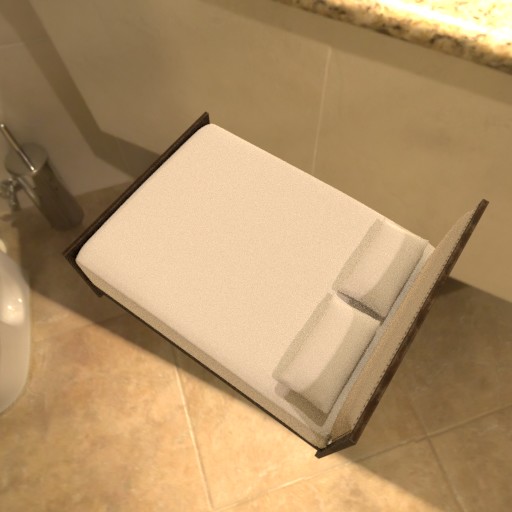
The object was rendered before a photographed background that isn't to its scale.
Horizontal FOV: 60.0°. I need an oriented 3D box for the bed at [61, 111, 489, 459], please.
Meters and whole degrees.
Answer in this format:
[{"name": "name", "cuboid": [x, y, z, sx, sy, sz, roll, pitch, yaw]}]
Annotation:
[{"name": "bed", "cuboid": [0.000, 0.000, 3.174, 2.221, 1.313, 1.607, 32, 67, 15]}]
